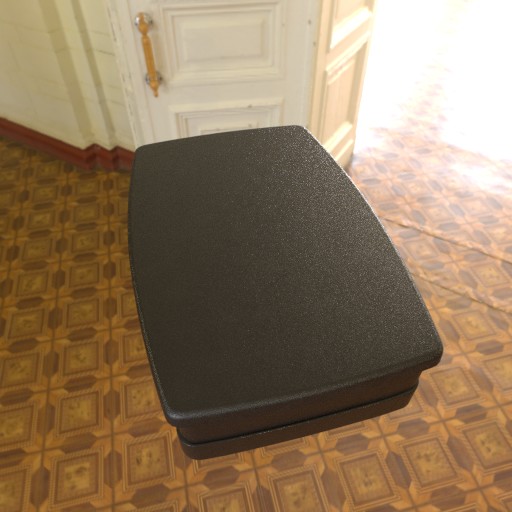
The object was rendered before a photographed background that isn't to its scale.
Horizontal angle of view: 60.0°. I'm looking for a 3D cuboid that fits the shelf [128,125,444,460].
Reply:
[{"bbox_3d":[0.000,0.000,0.524,0.280,0.100,0.410,-10,47,-10],"label":"shelf"}]
